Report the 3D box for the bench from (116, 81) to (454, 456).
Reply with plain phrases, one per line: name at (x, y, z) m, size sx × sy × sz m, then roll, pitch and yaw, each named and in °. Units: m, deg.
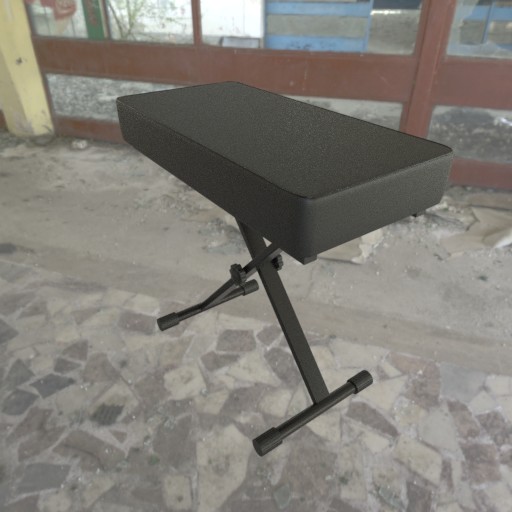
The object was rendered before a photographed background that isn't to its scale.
bench at (0.000, 0.000, 0.916) m, size 0.300 × 0.561 × 0.600 m, roll -21°, pitch 38°, yaw -29°
